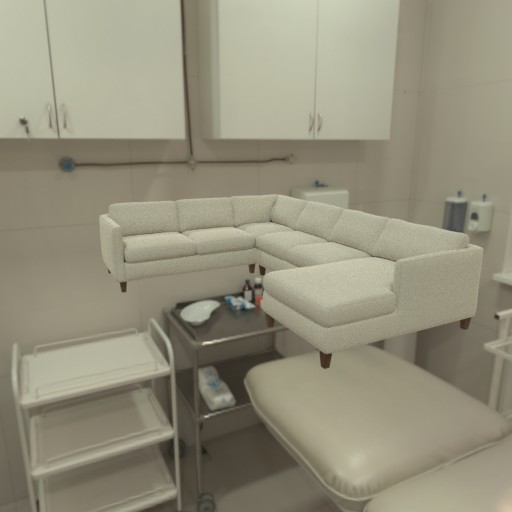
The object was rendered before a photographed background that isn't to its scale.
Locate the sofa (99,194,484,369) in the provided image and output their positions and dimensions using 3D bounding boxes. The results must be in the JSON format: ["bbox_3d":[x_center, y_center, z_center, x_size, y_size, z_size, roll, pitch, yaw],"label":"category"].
[{"bbox_3d":[0.000,0.000,4.455,2.551,0.853,3.238,-7,16,-26],"label":"sofa"}]
